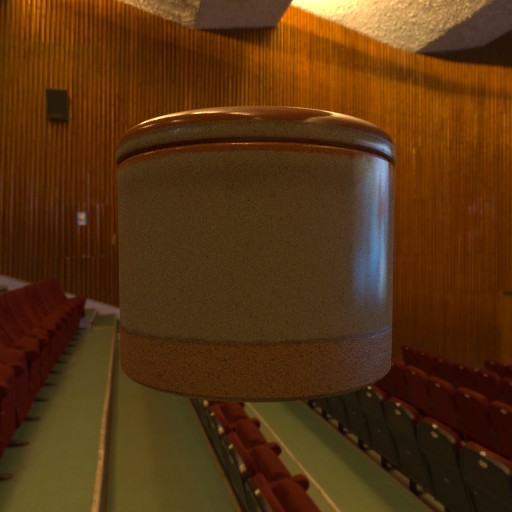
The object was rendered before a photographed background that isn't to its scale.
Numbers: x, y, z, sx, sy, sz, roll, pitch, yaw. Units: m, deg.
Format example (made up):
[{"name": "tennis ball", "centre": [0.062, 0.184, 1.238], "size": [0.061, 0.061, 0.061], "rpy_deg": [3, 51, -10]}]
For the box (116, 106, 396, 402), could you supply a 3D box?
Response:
[{"name": "box", "centre": [0.000, 0.000, 0.204], "size": [0.123, 0.100, 0.123], "rpy_deg": [0, 0, 0]}]
